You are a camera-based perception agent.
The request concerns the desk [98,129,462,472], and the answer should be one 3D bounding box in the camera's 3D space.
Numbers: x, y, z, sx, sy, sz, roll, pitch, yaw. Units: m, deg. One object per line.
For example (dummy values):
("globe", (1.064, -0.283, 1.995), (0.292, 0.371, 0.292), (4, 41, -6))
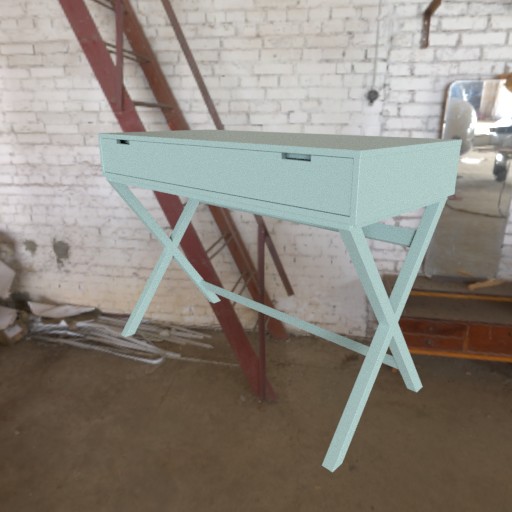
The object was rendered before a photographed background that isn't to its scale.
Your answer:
("desk", (0.000, 0.000, 1.492), (1.059, 0.780, 0.509), (17, 24, 42))
